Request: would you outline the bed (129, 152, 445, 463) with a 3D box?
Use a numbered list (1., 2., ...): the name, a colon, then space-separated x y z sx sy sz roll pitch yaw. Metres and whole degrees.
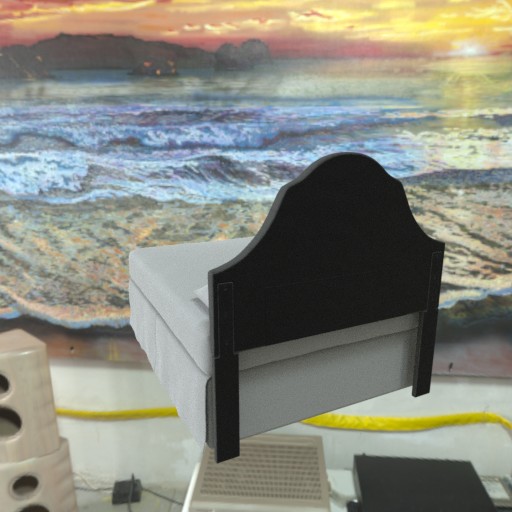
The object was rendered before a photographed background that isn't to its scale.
1. bed: 0.000 0.000 3.373 1.636 1.575 2.155 -7 16 -26
